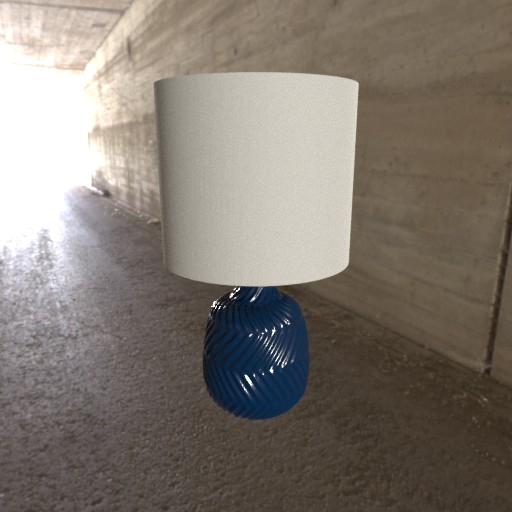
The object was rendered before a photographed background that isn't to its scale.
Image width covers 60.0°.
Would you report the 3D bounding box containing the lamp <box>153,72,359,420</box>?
[{"bbox_3d":[0.000,0.000,0.495,0.203,0.368,0.203,7,17,26],"label":"lamp"}]
